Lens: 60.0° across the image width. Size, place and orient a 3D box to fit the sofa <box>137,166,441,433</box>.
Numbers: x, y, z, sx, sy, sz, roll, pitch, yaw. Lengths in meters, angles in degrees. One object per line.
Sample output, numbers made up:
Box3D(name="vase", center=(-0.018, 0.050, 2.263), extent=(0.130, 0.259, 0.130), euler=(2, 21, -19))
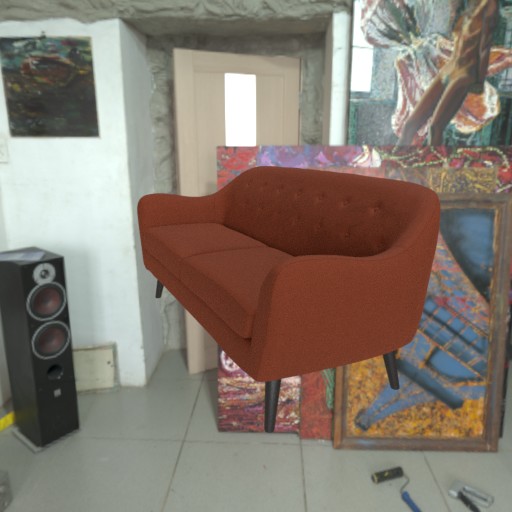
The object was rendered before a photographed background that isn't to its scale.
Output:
Box3D(name="sofa", center=(0.000, 0.000, 2.257), extent=(0.820, 0.836, 1.840), euler=(-7, 17, -26))
